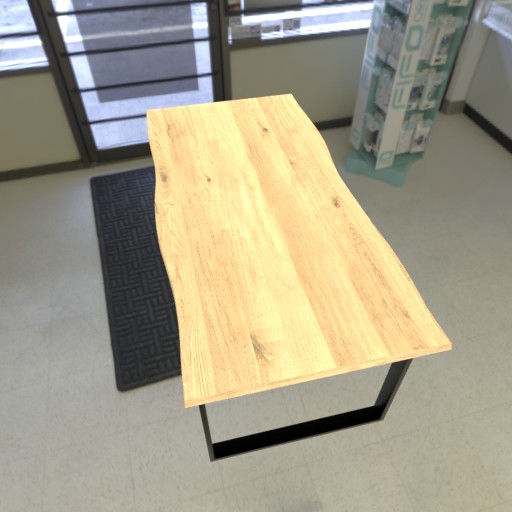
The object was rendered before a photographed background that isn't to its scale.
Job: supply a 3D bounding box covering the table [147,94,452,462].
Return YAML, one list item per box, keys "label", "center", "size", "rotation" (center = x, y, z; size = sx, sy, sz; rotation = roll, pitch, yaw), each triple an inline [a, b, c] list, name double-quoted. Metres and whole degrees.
- label: "table"
  center: [0.000, 0.000, 2.254]
  size: [0.900, 0.780, 1.800]
  rotation: [-10, 47, -9]
